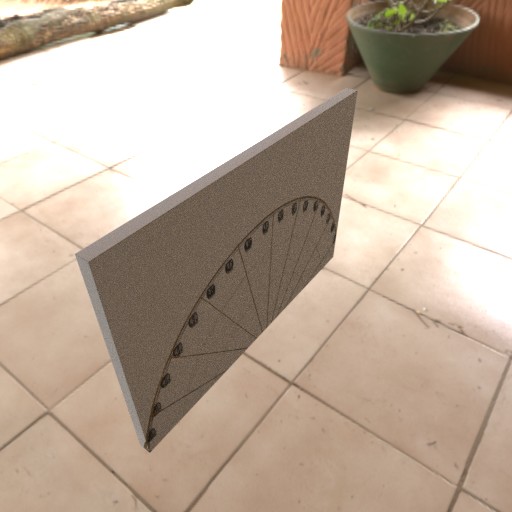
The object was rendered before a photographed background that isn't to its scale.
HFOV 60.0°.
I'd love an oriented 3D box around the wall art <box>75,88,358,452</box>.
[{"bbox_3d":[0.000,0.000,1.146,0.038,0.601,0.898,26,46,27],"label":"wall art"}]
